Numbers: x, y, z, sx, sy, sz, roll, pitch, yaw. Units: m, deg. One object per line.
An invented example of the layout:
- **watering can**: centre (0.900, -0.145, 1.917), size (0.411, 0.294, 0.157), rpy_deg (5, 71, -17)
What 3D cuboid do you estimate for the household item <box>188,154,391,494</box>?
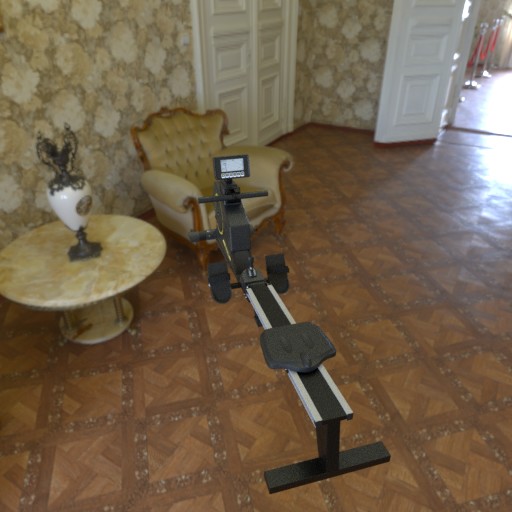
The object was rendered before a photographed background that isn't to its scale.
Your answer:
- **household item**: centre (0.000, 0.000, 2.513), size (0.521, 0.810, 2.251), rpy_deg (-8, 31, -13)
